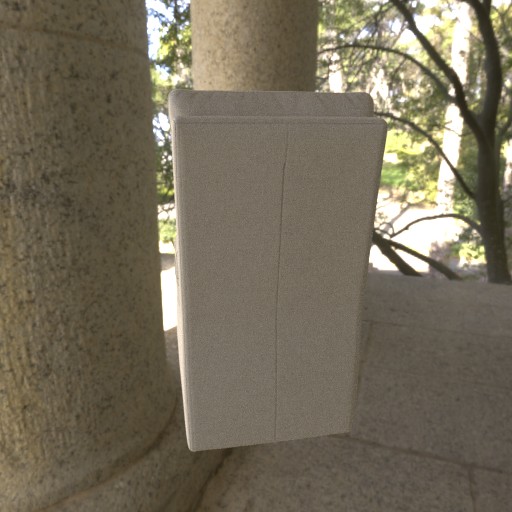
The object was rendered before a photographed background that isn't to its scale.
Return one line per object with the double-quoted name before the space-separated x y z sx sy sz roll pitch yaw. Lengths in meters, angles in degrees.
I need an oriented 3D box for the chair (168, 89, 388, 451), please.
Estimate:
"chair" 0.000 0.000 1.368 0.503 0.927 0.698 -3 16 -10
